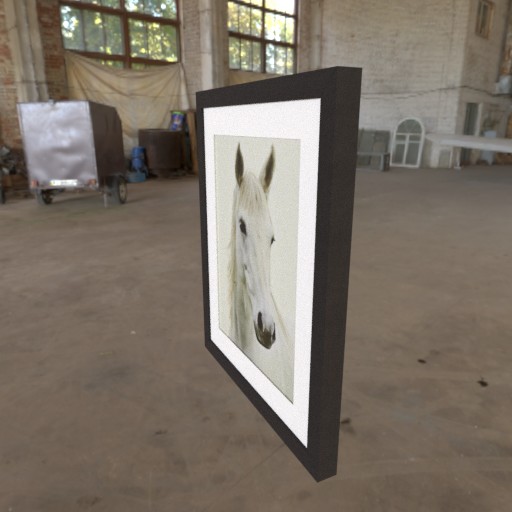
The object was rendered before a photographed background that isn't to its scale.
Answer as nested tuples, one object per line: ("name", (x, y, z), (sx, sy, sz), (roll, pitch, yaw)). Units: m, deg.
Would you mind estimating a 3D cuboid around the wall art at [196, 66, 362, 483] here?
("wall art", (0.000, 0.000, 0.758), (0.034, 0.552, 0.455), (-8, 18, -26))
